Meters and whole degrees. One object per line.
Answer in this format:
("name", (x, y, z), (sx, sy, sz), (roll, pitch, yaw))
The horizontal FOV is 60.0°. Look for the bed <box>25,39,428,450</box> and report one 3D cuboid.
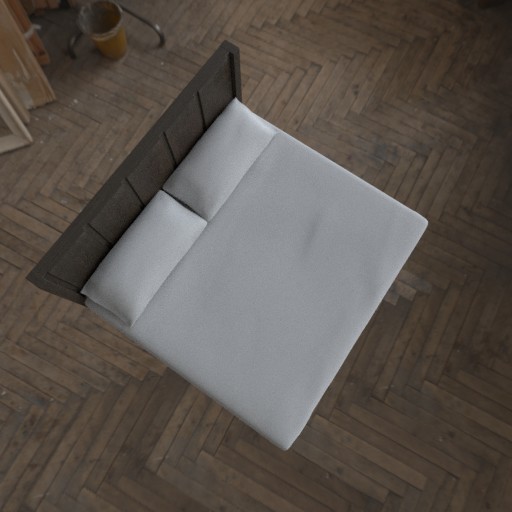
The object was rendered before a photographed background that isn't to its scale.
("bed", (0.000, 0.000, 3.442), (2.012, 1.270, 2.134), (34, 78, 8))
